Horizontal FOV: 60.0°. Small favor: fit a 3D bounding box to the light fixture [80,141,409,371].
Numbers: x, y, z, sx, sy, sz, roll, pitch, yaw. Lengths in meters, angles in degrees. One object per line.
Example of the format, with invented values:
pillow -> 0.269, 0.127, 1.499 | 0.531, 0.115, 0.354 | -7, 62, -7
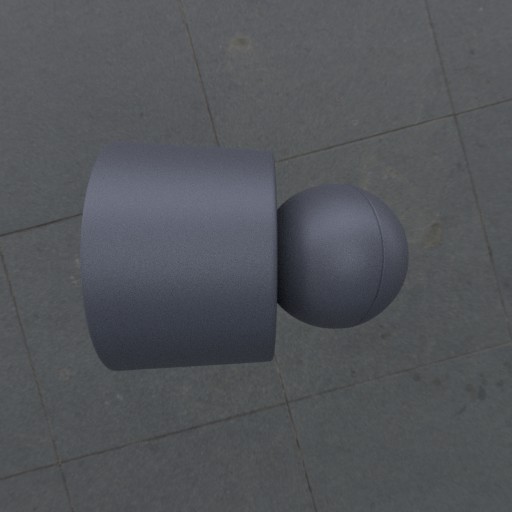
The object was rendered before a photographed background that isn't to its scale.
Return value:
light fixture -> 0.000, 0.000, 0.271 | 0.160, 0.143, 0.134 | 0, 90, 0
